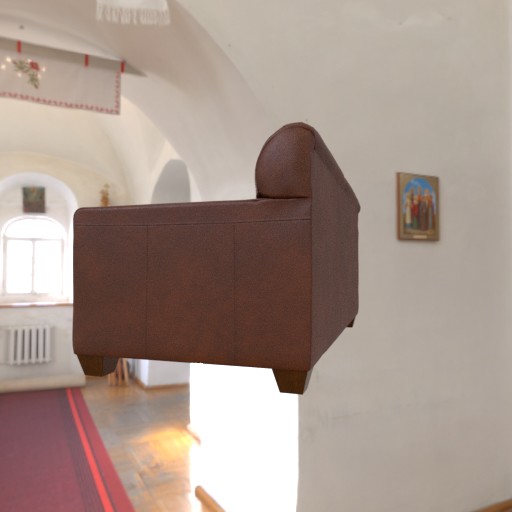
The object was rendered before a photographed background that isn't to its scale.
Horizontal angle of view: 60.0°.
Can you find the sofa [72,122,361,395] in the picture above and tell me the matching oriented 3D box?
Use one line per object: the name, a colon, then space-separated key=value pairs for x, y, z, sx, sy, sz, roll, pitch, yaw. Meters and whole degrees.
sofa: x=0.000 y=0.000 z=2.453 sx=1.000 sy=0.966 sz=1.856 roll=0 pitch=-1 yaw=18
